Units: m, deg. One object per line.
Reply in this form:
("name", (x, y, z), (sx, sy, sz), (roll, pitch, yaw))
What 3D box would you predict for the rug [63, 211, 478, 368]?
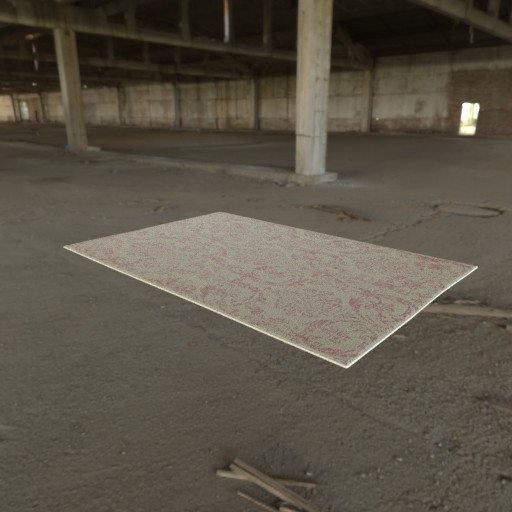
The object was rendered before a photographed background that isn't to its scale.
("rug", (0.000, 0.000, 3.490), (2.746, 0.018, 1.819), (16, 24, 40))
